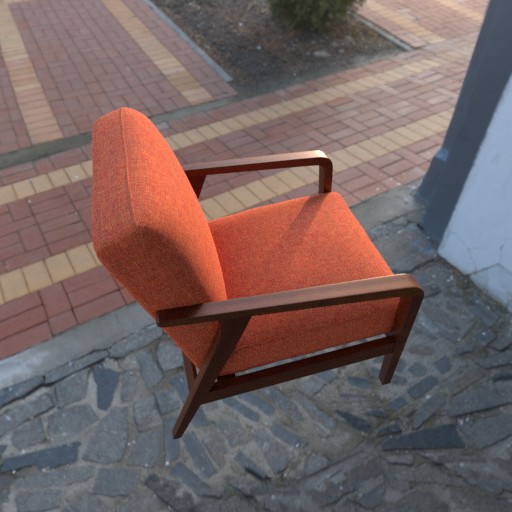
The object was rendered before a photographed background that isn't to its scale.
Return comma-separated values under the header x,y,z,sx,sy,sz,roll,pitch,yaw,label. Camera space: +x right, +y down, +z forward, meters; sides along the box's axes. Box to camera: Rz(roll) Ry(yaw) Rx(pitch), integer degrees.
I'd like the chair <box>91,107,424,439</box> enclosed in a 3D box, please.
x,y,z,sx,sy,sz,roll,pitch,yaw,label
0.000,0.000,1.464,0.860,0.890,0.719,-11,45,-11,chair
